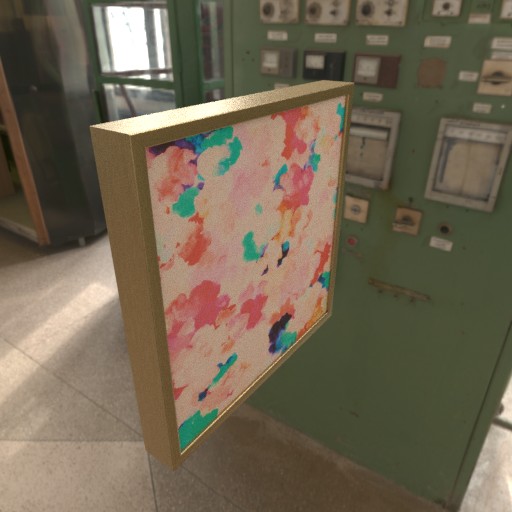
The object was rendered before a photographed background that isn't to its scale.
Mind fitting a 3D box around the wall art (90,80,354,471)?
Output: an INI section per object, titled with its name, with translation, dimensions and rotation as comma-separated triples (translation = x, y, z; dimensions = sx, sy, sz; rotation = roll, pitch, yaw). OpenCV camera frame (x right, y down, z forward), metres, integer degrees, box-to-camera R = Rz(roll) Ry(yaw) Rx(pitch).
[wall art]
translation = 0.000, 0.000, 0.451
dimensions = 0.038, 0.305, 0.304
rotation = 19, 34, 32
